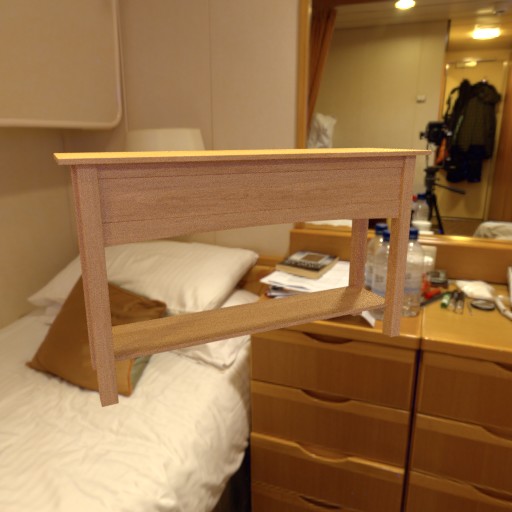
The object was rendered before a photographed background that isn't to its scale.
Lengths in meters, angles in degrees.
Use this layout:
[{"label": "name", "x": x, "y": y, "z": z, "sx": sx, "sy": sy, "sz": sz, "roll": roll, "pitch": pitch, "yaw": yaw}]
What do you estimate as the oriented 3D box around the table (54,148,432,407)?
[{"label": "table", "x": 0.000, "y": 0.000, "z": 1.589, "sx": 1.240, "sy": 0.730, "sz": 0.350, "roll": -7, "pitch": 17, "yaw": -24}]
